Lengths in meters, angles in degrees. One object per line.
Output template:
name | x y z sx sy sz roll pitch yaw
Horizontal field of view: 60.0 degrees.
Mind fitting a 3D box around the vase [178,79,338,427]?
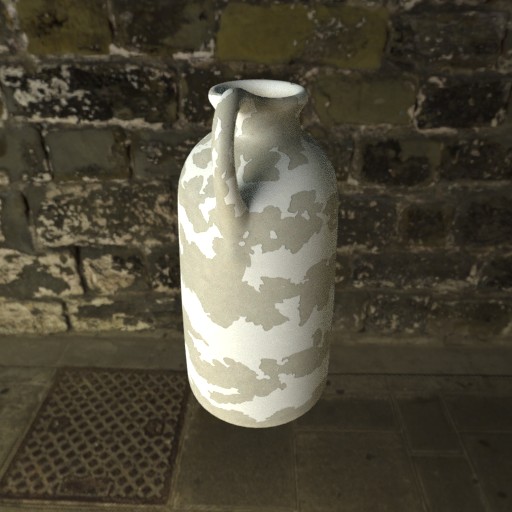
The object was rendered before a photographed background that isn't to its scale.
vase | 0.000 0.000 0.494 0.186 0.382 0.203 9 33 13
